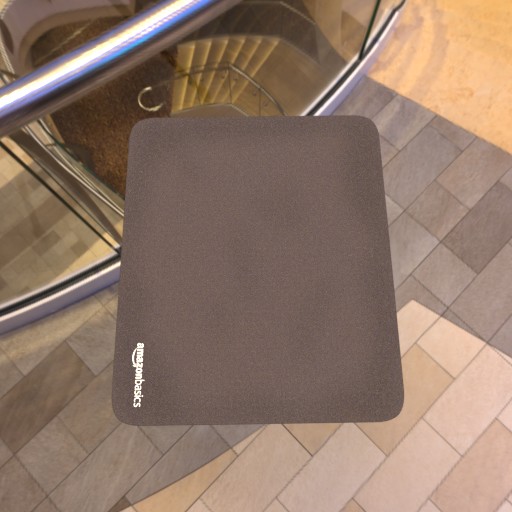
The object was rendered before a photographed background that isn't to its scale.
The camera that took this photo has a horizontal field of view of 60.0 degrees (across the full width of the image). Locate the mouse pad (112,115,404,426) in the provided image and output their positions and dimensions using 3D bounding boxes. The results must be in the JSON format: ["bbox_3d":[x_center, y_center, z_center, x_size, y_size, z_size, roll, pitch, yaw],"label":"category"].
[{"bbox_3d":[0.000,0.000,0.442,0.269,0.002,0.315,-1,75,0],"label":"mouse pad"}]
